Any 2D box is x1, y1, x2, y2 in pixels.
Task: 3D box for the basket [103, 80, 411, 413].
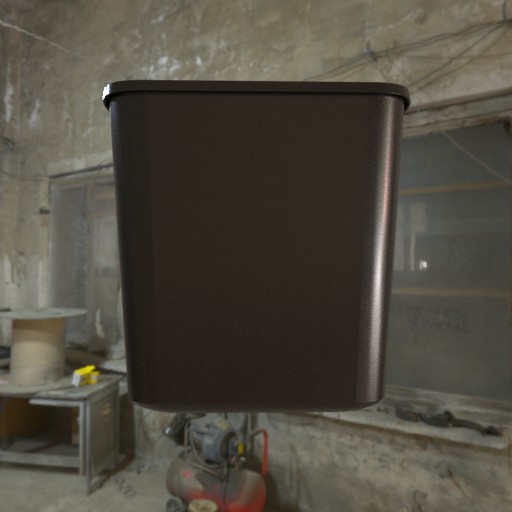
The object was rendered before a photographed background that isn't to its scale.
[{"bbox_3d":[0.000,0.000,0.497,0.300,0.307,0.211,0,-2,-1],"label":"basket"}]
